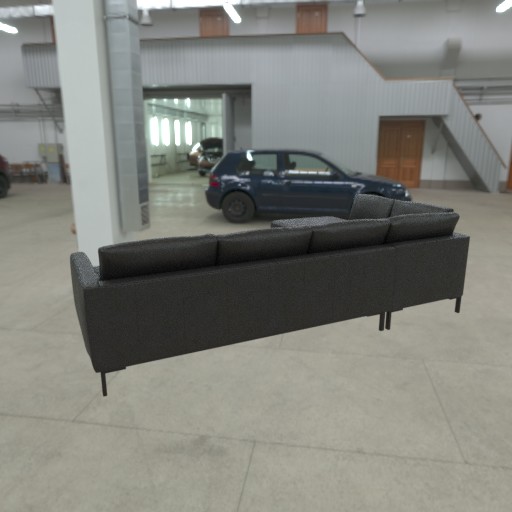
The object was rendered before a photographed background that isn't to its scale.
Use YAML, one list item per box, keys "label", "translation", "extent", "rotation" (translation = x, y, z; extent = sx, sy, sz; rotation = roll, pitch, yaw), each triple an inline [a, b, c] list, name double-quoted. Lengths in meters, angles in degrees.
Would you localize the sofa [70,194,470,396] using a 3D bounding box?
- label: "sofa"
  translation: [0.000, 0.000, 3.826]
  extent: [2.984, 0.877, 1.938]
  rotation: [-7, 16, -25]
